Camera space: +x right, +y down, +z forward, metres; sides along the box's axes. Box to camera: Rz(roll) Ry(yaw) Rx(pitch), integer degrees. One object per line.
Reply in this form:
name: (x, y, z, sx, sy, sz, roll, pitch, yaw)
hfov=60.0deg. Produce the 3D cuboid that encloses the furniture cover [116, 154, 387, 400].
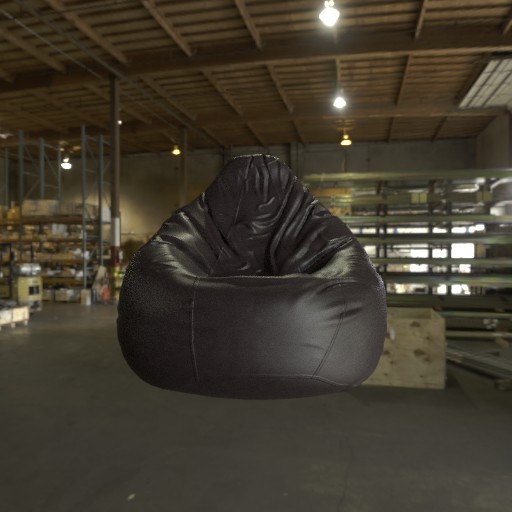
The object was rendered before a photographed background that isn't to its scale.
furniture cover: (0.000, 0.000, 1.908, 1.070, 0.990, 1.070, 0, 0, 0)
